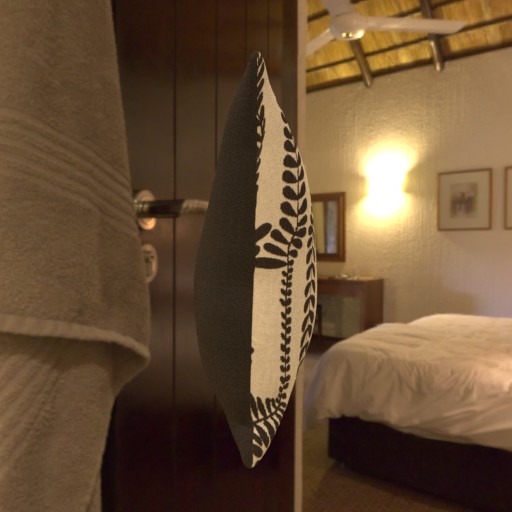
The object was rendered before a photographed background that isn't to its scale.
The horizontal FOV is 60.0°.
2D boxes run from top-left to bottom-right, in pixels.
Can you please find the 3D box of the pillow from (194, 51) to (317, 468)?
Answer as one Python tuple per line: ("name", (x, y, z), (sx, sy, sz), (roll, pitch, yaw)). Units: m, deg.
("pillow", (0.000, 0.000, 0.676), (0.182, 0.441, 0.440), (0, 1, -1))
